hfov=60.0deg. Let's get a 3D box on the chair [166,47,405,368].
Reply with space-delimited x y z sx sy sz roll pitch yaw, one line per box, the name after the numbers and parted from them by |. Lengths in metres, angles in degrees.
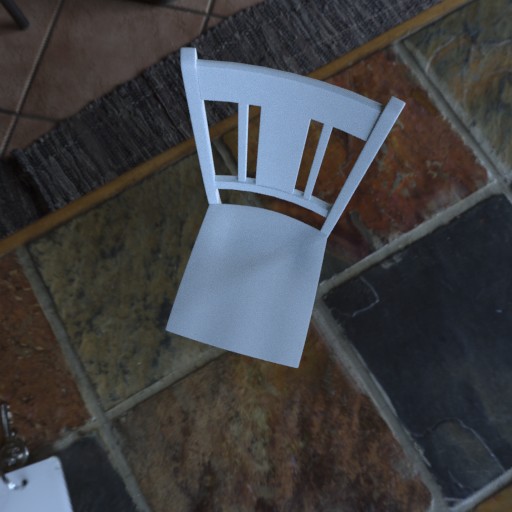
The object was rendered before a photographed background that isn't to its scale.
0.000 0.000 1.286 0.450 0.998 0.555 15 77 4 | chair
